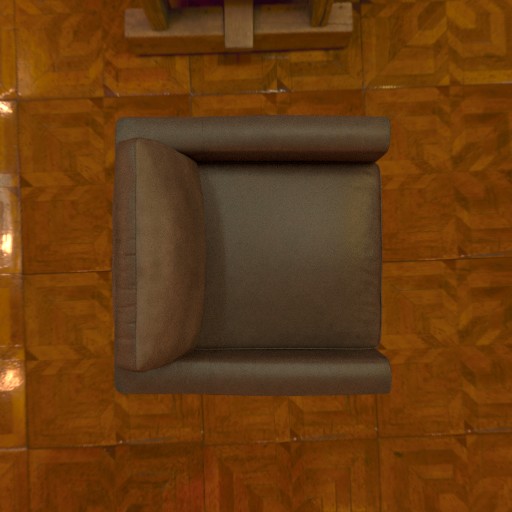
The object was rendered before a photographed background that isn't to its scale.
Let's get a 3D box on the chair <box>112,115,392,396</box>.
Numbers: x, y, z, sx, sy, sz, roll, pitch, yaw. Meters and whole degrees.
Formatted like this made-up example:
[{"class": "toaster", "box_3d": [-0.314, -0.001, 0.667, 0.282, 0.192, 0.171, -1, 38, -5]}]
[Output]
[{"class": "chair", "box_3d": [0.000, 0.000, 1.836, 1.069, 0.812, 1.100, 0, 89, 0]}]
